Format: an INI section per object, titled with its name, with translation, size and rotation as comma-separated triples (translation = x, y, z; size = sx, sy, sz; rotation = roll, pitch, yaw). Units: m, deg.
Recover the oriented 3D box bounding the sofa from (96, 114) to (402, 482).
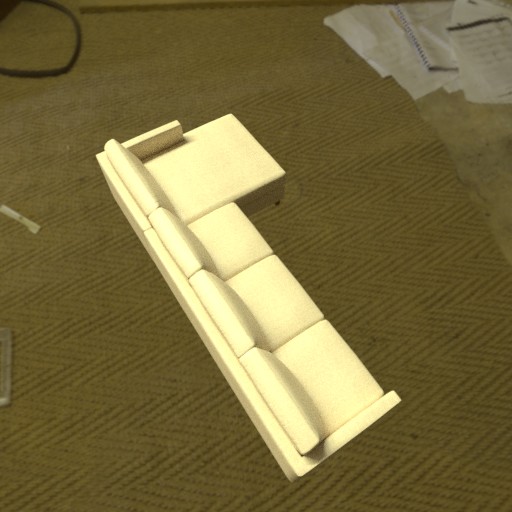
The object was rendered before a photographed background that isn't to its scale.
[sofa]
translation = 0.000, 0.000, 4.117
size = 1.603, 0.954, 3.471
rotation = -29, 64, -16
